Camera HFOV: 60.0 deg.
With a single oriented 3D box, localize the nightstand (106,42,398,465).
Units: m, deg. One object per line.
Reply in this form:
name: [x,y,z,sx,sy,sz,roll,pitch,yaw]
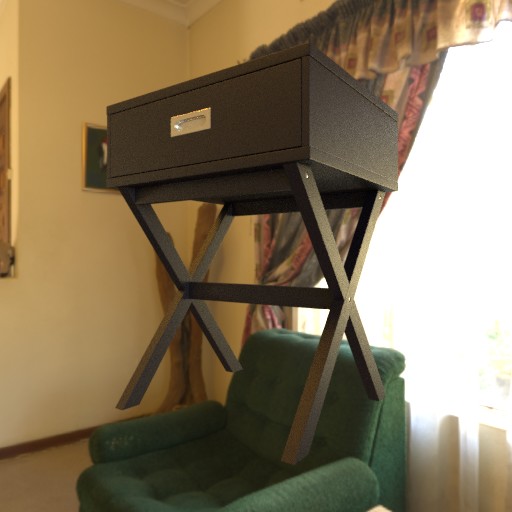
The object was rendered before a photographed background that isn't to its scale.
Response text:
nightstand: [0.000,0.000,0.945,0.479,0.623,0.402,0,0,36]
